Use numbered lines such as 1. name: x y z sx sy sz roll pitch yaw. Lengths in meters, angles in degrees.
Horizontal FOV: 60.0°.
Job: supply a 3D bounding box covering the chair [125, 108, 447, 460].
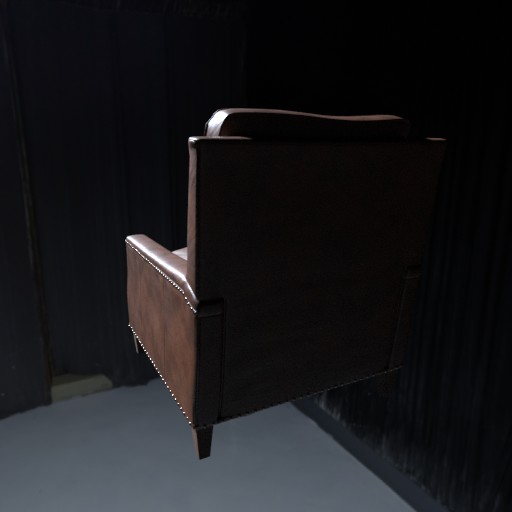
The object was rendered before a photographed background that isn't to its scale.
1. chair: 0.000 0.000 1.765 0.854 1.054 1.035 -7 16 -27
